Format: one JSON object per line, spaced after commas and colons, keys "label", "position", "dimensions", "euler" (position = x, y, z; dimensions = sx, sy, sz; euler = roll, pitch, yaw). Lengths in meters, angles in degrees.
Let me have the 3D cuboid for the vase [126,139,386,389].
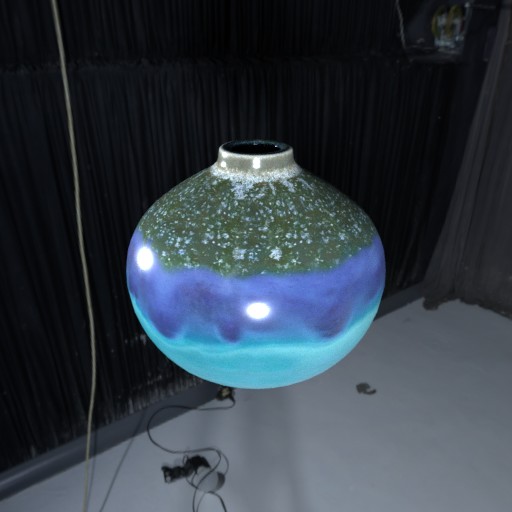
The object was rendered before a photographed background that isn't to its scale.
{"label": "vase", "position": [0.000, 0.000, 0.270], "dimensions": [0.154, 0.133, 0.154], "euler": [0, 27, 0]}
